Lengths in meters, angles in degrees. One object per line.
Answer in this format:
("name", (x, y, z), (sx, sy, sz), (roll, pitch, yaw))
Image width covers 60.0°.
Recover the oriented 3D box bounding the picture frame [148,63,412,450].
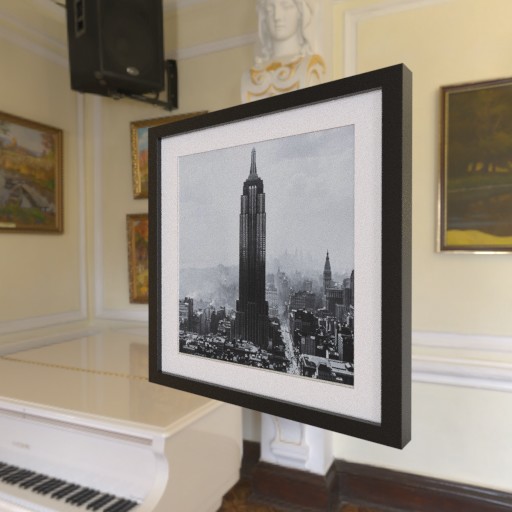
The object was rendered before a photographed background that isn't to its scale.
("picture frame", (0.000, 0.000, 0.522), (0.355, 0.353, 0.029), (0, 1, 37))
